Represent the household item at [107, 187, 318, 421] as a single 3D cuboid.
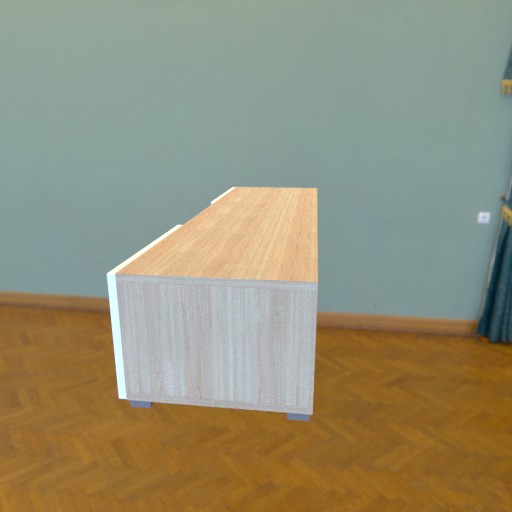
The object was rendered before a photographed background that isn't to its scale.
[{"bbox_3d":[0.000,0.000,1.570,0.420,0.310,1.400,2,16,7],"label":"household item"}]
